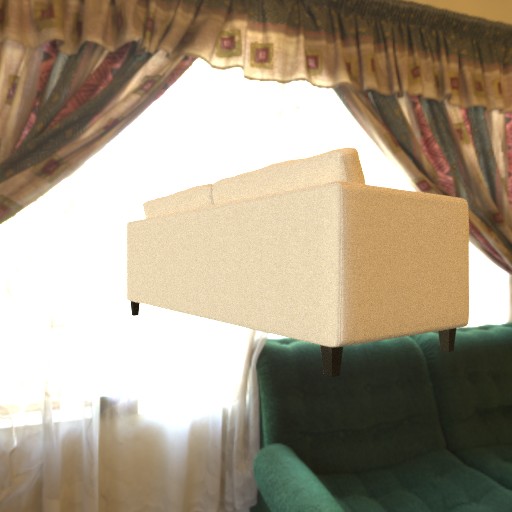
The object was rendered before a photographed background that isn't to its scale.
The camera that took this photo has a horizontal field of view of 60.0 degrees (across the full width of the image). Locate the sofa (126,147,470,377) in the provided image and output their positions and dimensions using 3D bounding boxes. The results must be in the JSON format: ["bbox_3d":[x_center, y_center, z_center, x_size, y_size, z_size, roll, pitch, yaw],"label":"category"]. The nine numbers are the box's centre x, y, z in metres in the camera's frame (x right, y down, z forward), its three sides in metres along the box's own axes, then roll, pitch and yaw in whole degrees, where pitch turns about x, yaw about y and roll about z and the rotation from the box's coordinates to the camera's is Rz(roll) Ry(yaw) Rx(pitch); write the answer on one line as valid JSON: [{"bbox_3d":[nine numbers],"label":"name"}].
[{"bbox_3d":[0.000,0.000,2.917,0.948,0.965,2.434,0,0,-35],"label":"sofa"}]
